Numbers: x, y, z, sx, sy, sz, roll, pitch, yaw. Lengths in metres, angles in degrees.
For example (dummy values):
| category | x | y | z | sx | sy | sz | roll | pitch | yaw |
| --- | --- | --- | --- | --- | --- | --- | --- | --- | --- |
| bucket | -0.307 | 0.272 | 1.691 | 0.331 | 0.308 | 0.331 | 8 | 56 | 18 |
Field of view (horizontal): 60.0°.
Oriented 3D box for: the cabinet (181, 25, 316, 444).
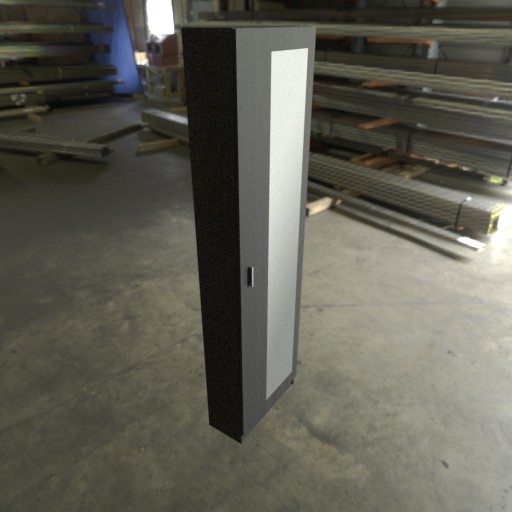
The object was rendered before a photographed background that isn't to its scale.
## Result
| category | x | y | z | sx | sy | sz | roll | pitch | yaw |
| --- | --- | --- | --- | --- | --- | --- | --- | --- | --- |
| cabinet | 0.000 | 0.000 | 1.948 | 0.230 | 1.790 | 0.500 | 18 | 33 | 30 |
